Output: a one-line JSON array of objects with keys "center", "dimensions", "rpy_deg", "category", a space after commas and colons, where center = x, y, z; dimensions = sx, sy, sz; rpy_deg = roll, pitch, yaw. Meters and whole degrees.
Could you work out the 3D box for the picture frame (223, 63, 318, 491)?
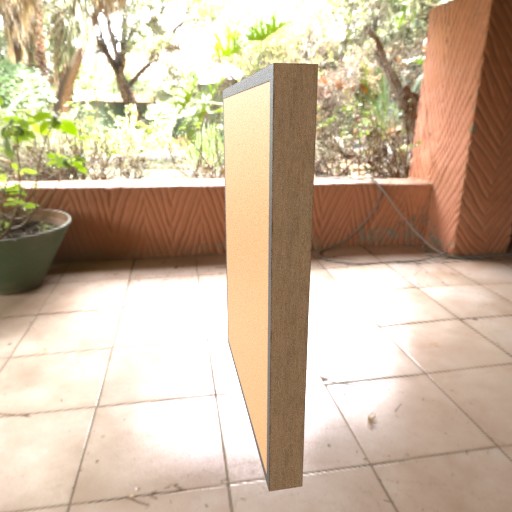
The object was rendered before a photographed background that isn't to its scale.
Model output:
[{"center": [0.000, 0.000, 0.714], "dimensions": [0.046, 0.526, 0.421], "rpy_deg": [-3, 17, -10], "category": "picture frame"}]
